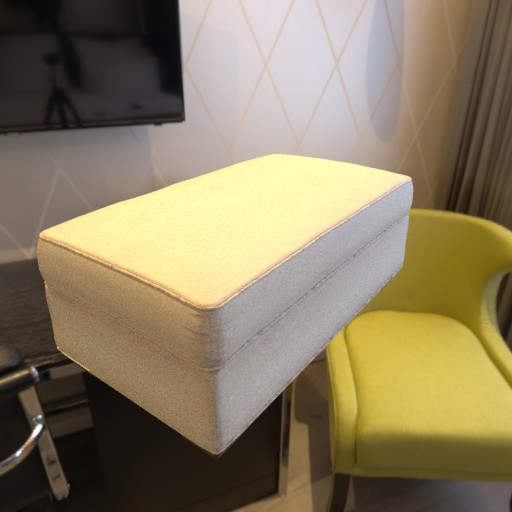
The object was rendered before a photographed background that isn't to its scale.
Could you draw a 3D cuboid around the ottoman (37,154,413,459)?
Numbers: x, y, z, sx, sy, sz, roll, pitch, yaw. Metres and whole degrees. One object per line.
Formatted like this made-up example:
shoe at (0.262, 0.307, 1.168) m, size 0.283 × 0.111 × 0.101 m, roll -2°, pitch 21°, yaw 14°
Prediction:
ottoman at (0.000, 0.000, 1.413) m, size 0.617 × 0.448 × 1.097 m, roll 18°, pitch 32°, yaw 32°
